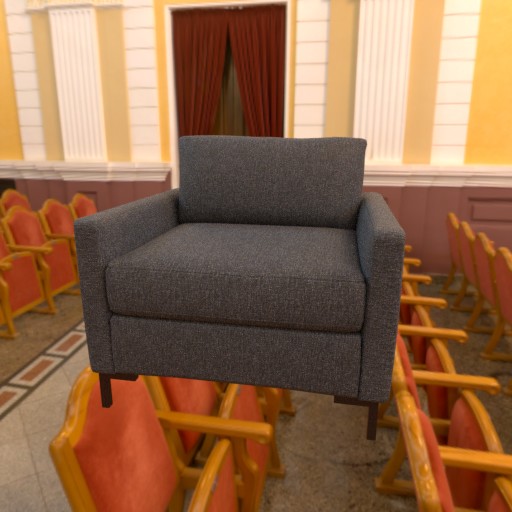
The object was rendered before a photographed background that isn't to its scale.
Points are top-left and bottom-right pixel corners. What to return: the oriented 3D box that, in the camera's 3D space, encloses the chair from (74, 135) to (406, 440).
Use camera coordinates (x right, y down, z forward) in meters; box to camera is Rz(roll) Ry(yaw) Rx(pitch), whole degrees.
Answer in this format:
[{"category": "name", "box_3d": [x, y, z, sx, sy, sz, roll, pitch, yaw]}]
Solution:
[{"category": "chair", "box_3d": [0.000, 0.000, 1.641, 0.963, 0.861, 0.866, 3, 16, 10]}]
